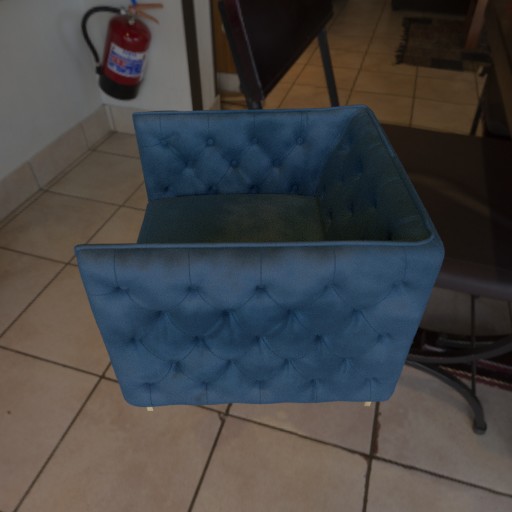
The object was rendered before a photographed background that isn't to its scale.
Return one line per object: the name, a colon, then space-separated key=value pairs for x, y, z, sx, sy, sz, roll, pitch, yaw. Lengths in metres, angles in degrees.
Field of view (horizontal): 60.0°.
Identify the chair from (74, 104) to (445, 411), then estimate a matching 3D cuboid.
chair: x=0.000 y=0.000 z=1.551 sx=0.877 sy=0.771 sz=0.868 roll=-1 pitch=42 yaw=-1
